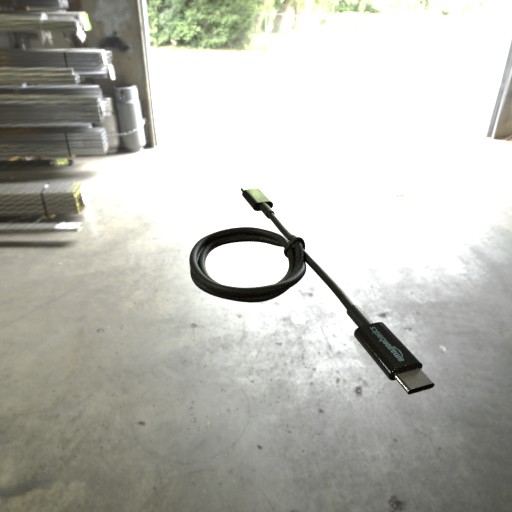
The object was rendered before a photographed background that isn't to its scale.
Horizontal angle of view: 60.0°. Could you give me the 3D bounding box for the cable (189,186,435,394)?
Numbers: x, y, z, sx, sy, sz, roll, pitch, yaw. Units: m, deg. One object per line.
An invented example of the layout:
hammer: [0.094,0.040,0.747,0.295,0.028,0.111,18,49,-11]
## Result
cable: [0.000,0.000,0.229,0.070,0.014,0.203,-9,31,-16]
